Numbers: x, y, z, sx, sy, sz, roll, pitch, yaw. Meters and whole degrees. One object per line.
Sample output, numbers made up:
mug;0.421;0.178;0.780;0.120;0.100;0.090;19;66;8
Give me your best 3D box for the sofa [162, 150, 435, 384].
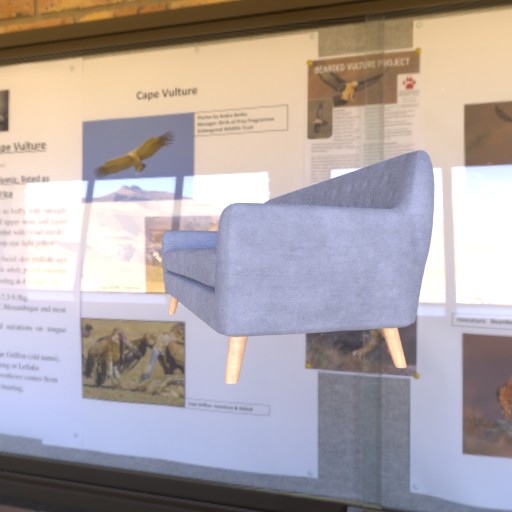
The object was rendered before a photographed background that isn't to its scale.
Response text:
sofa;0.000;0.000;2.405;0.830;0.830;1.970;0;1;-17
